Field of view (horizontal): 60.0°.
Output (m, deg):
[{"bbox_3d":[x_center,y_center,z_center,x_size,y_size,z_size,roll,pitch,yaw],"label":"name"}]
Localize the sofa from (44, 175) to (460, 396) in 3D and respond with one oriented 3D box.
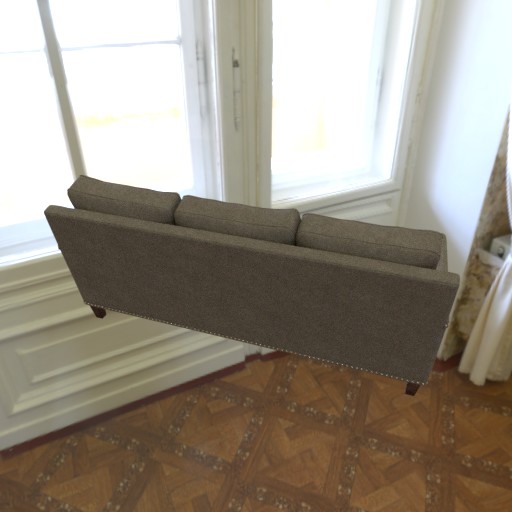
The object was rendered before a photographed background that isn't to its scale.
[{"bbox_3d":[0.000,0.000,2.804,2.226,1.042,1.034,10,33,16],"label":"sofa"}]
